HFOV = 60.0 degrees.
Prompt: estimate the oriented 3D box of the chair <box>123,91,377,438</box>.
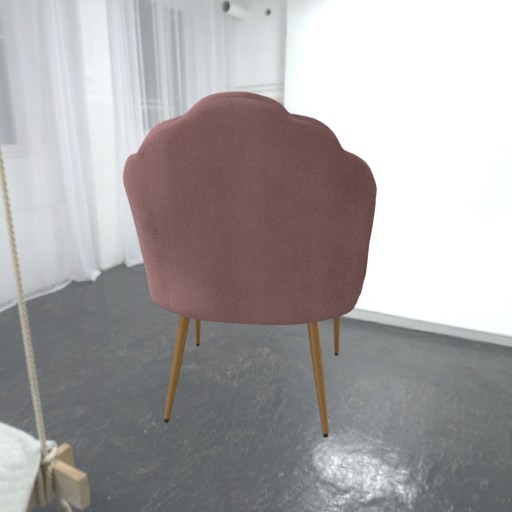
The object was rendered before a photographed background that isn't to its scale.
[{"bbox_3d":[0.000,0.000,1.248,0.657,0.819,0.599,2,15,8],"label":"chair"}]
